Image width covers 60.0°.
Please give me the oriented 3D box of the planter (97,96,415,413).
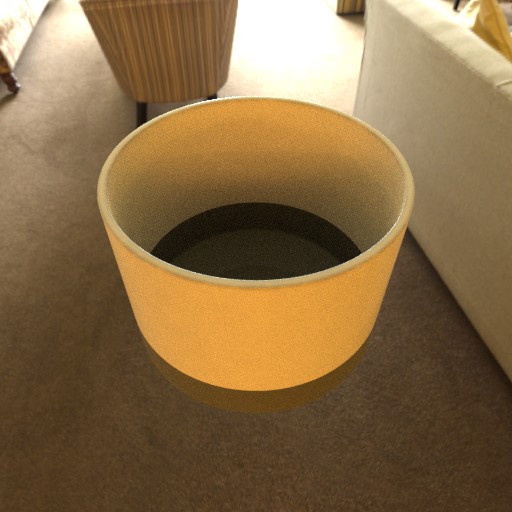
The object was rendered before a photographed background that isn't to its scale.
[{"bbox_3d":[0.000,0.000,0.222,0.128,0.105,0.128,0,46,0],"label":"planter"}]
